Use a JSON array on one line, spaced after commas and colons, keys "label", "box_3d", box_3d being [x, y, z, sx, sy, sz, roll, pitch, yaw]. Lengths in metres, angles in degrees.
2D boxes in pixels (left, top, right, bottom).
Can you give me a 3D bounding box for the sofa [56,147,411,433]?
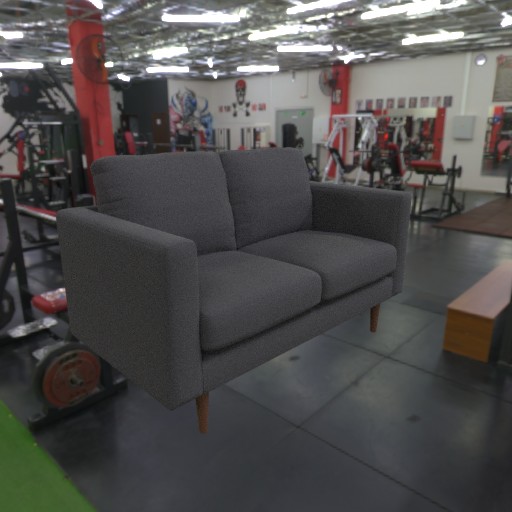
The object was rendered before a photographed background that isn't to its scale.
[{"label": "sofa", "box_3d": [0.000, 0.000, 1.991, 1.430, 0.908, 0.796, -16, 23, -42]}]
